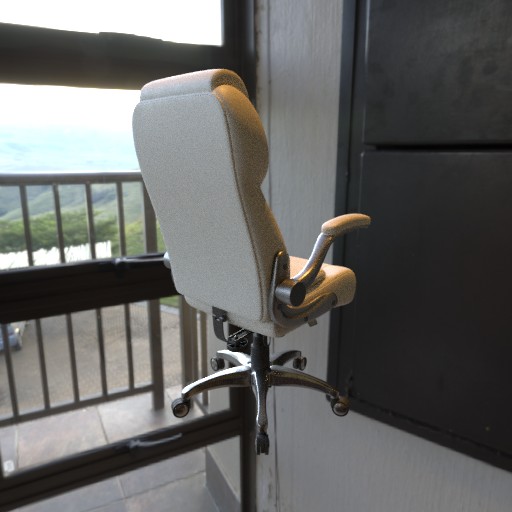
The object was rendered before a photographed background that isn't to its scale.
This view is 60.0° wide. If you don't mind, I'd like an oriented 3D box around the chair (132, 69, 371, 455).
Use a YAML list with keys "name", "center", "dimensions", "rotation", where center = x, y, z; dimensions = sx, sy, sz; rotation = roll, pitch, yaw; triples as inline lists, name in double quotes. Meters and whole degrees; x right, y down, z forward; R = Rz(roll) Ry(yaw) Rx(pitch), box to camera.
- name: "chair"
  center: [0.000, 0.000, 1.835]
  dimensions: [0.755, 1.330, 0.806]
  rotation: [13, 18, 43]
